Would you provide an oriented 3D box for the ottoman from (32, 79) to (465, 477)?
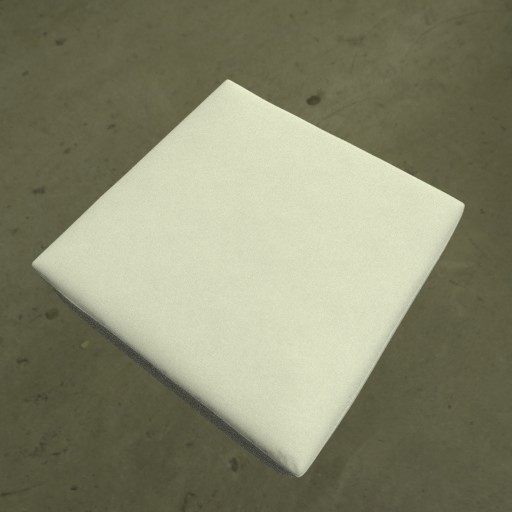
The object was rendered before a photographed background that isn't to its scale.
[{"bbox_3d":[0.000,0.000,1.744,1.163,0.482,1.167,33,68,15],"label":"ottoman"}]
